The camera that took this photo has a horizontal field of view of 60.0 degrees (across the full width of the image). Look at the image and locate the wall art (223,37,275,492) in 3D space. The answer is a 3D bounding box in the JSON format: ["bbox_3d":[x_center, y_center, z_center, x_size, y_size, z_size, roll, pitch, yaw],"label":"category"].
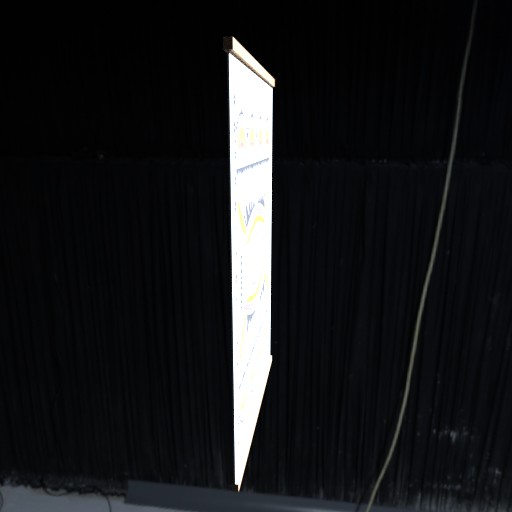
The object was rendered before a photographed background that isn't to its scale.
[{"bbox_3d":[0.000,0.000,1.912,0.028,1.533,0.999,2,15,9],"label":"wall art"}]
